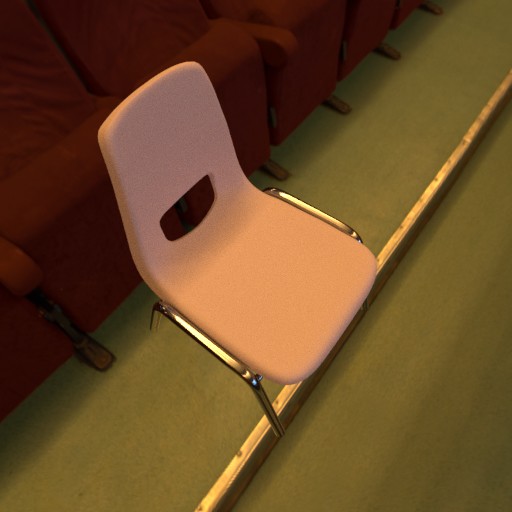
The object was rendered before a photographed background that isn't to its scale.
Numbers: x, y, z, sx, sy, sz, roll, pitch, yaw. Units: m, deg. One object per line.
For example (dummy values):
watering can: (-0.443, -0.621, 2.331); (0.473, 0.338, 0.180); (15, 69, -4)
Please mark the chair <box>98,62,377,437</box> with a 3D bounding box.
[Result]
chair: (0.000, 0.000, 0.773); (0.385, 0.537, 0.354); (32, 64, 18)
